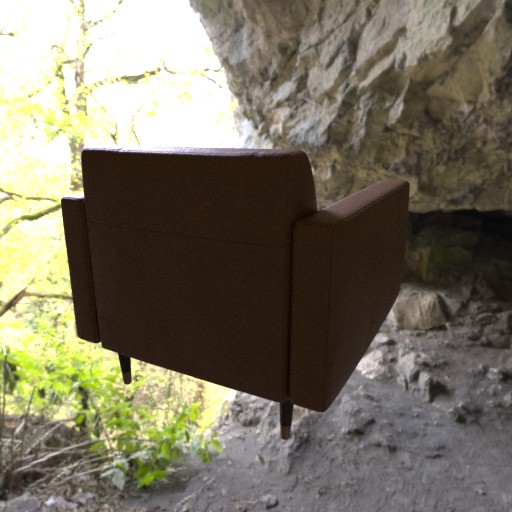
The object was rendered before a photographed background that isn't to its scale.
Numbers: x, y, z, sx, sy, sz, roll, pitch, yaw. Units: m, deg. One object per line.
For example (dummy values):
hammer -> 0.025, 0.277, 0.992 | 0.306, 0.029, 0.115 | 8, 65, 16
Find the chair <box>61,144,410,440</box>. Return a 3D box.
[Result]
chair -> 0.000, 0.000, 1.647 | 0.953, 0.819, 0.998 | 9, 18, 27
